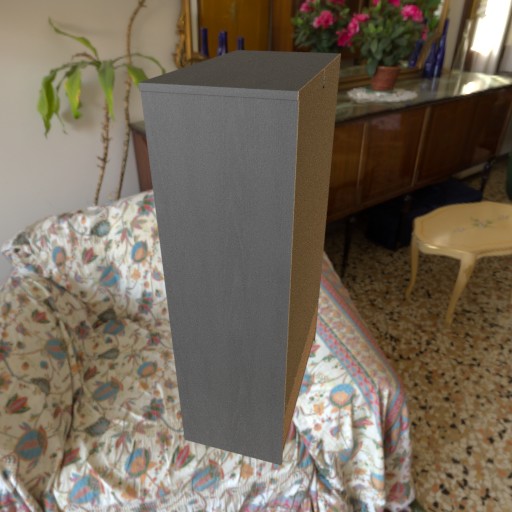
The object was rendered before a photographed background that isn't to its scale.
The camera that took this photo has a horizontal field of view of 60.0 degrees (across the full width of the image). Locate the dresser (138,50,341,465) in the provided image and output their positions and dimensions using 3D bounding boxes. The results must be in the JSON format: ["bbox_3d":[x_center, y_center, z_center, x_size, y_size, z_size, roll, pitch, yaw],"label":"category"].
[{"bbox_3d":[0.000,0.000,1.573,0.399,1.255,0.704,9,32,14],"label":"dresser"}]
